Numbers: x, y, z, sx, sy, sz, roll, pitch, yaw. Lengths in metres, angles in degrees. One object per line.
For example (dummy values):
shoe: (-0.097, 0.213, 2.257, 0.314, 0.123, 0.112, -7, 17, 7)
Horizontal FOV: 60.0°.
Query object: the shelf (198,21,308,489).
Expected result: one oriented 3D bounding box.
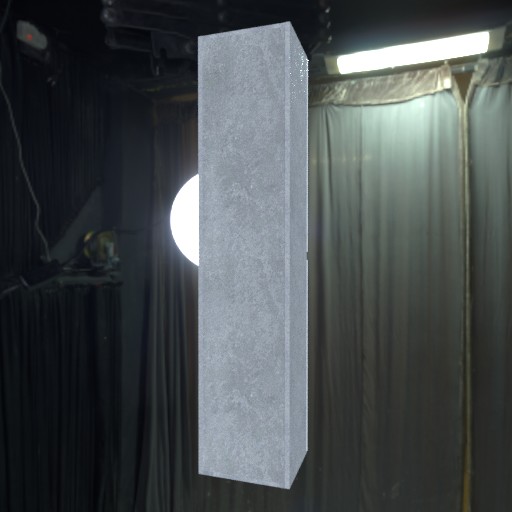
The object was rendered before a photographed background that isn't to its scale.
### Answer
shelf: (0.000, 0.000, 1.502, 0.300, 1.400, 0.270, 0, 1, 18)
